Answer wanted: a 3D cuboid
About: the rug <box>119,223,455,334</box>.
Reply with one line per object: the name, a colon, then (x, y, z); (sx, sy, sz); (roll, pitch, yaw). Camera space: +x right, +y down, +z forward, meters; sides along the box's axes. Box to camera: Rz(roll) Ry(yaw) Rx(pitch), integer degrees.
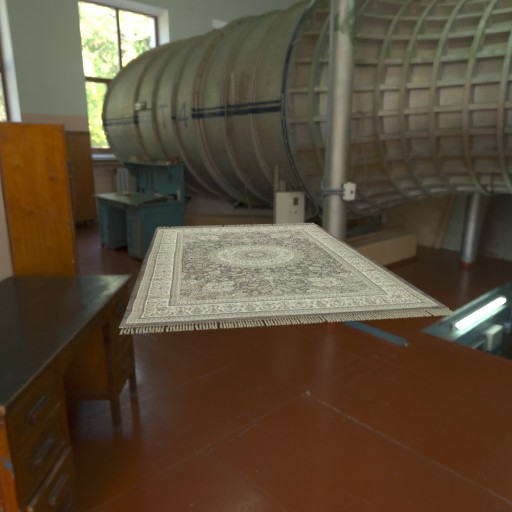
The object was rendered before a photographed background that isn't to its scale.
rug: (0.000, 0.000, 4.347); (2.143, 0.015, 3.422); (-2, 14, -8)
